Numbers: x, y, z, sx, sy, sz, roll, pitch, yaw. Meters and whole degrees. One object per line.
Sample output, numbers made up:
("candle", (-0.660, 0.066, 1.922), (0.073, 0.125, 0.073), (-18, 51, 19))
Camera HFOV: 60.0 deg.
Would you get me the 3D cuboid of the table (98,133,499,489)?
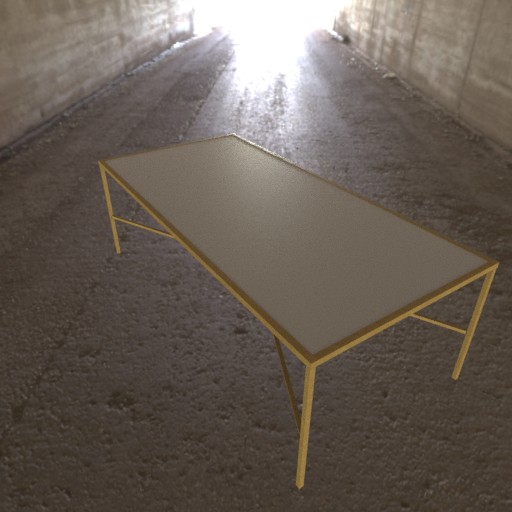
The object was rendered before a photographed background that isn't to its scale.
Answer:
("table", (0.000, 0.000, 1.444), (0.580, 0.398, 1.206), (-20, 38, -28))
